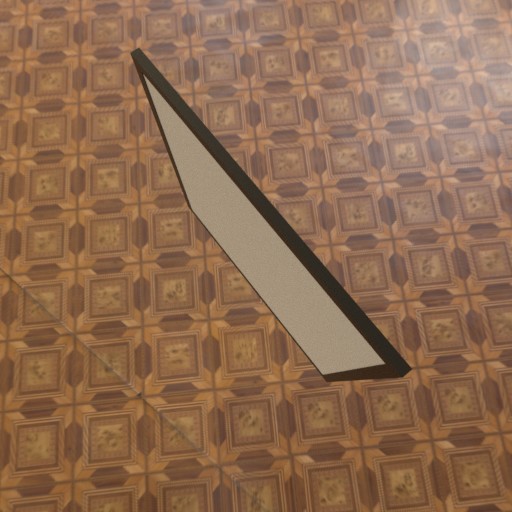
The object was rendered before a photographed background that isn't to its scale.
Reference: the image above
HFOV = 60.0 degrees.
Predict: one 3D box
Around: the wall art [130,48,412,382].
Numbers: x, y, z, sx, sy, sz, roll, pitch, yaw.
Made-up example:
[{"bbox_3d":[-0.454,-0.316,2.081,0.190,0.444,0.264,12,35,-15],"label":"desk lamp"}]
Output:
[{"bbox_3d":[0.000,0.000,1.201,0.022,0.807,0.807,-37,77,-10],"label":"wall art"}]
